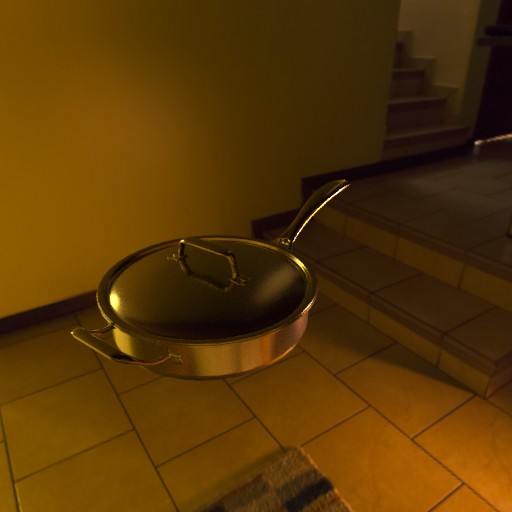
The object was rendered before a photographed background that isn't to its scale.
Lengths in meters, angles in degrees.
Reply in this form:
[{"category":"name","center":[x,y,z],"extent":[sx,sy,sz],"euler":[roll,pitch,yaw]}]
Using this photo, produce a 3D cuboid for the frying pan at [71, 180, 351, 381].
[{"category":"frying pan","center":[0.000,0.000,0.652],"extent":[0.280,0.114,0.561],"euler":[18,31,32]}]
